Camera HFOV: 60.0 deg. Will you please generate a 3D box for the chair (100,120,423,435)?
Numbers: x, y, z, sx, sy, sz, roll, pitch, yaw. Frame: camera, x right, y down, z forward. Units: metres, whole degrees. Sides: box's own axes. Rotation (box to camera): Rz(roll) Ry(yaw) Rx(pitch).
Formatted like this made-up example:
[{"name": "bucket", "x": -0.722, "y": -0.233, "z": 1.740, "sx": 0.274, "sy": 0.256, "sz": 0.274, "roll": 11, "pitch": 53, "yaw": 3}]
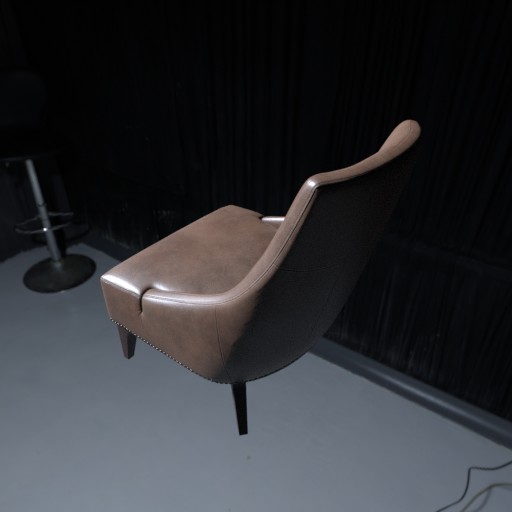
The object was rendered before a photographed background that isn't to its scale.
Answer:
[{"name": "chair", "x": 0.000, "y": 0.000, "z": 1.472, "sx": 0.861, "sy": 0.909, "sz": 0.701, "roll": 23, "pitch": 39, "yaw": 31}]
